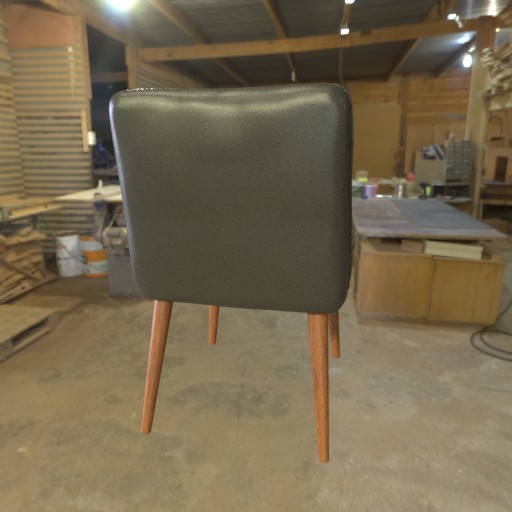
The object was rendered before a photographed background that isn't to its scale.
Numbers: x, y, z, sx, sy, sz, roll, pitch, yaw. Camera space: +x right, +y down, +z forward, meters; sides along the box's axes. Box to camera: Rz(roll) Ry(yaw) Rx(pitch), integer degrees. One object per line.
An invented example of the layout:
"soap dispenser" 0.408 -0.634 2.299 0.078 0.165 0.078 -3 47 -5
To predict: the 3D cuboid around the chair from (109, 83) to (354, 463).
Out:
"chair" 0.000 0.000 1.202 0.543 0.801 0.645 2 14 9
